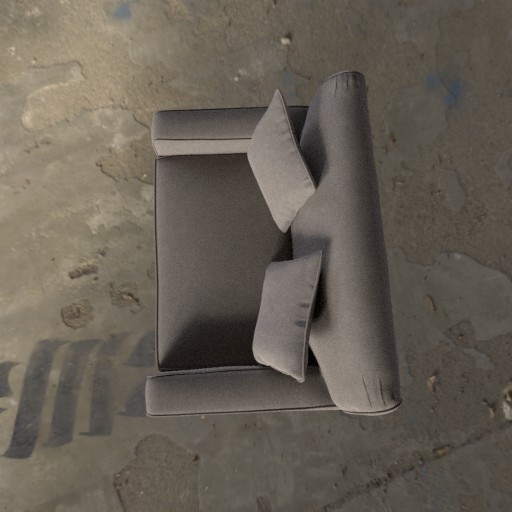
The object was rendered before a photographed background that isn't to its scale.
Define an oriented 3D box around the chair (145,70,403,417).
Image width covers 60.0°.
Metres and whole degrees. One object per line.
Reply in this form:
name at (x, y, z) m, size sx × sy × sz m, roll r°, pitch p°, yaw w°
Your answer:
chair at (0.000, 0.000, 2.083) m, size 0.992 × 0.953 × 1.395 m, roll -2°, pitch 75°, yaw -1°
